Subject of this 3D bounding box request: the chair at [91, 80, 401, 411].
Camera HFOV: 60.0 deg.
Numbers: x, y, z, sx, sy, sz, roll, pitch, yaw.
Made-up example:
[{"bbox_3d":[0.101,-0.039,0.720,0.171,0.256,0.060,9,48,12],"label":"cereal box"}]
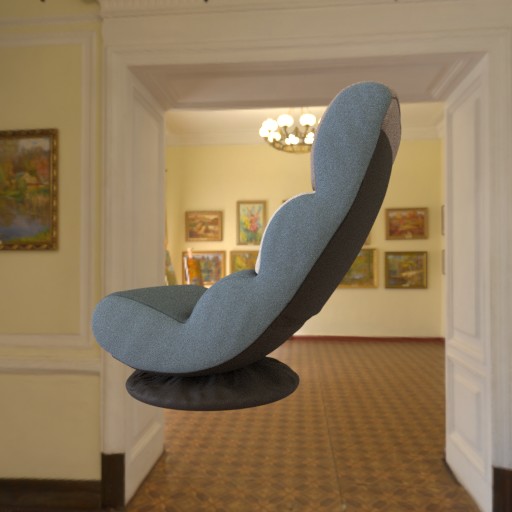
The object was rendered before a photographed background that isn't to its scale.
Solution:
[{"bbox_3d":[0.000,0.000,1.057,0.661,0.641,0.420,0,-1,18],"label":"chair"}]
